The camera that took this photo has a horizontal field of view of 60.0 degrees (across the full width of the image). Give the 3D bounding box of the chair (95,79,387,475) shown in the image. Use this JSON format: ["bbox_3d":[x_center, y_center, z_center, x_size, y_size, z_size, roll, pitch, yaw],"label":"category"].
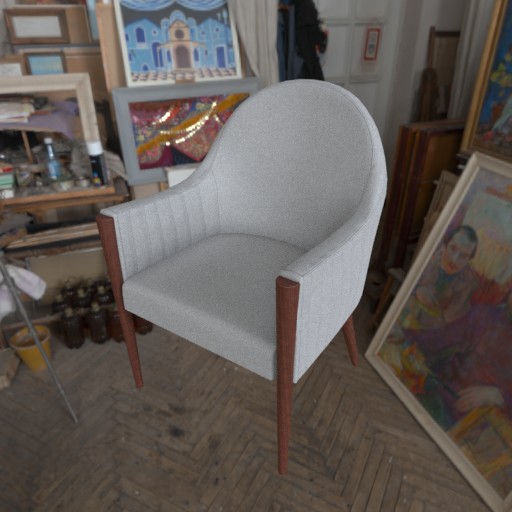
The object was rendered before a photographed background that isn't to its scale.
[{"bbox_3d":[0.000,0.000,1.281,0.610,0.889,0.620,18,34,29],"label":"chair"}]
